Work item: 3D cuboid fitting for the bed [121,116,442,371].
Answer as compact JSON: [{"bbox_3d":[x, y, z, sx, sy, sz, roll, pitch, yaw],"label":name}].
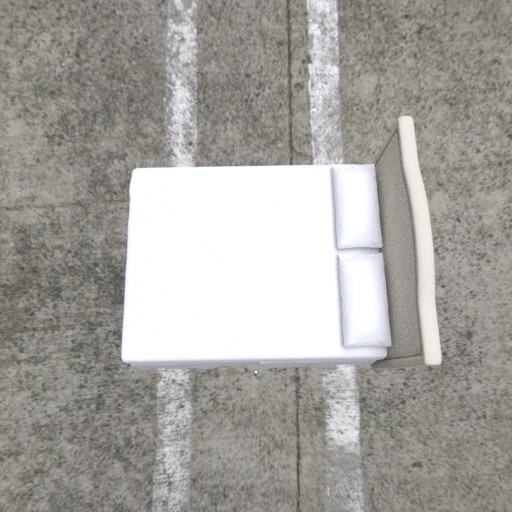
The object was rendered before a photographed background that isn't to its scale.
[{"bbox_3d":[0.000,0.000,3.455,2.196,1.449,1.741,-1,75,0],"label":"bed"}]
